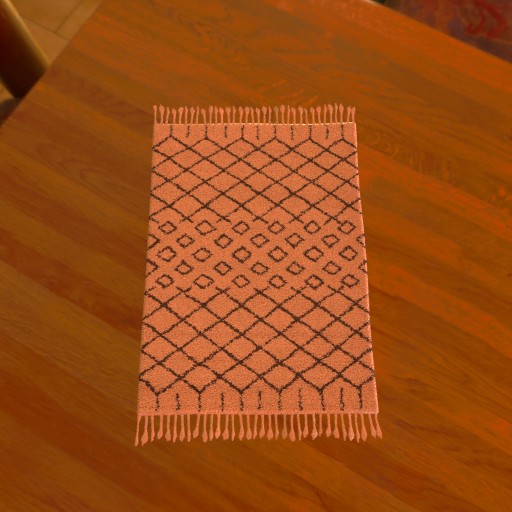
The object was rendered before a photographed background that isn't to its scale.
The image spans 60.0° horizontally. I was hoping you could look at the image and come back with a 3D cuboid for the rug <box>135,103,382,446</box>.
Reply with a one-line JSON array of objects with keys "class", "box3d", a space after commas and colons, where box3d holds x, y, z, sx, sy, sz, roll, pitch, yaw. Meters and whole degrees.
[{"class": "rug", "box3d": [0.000, 0.000, 3.297, 1.664, 0.029, 2.615, -1, 75, 0]}]
